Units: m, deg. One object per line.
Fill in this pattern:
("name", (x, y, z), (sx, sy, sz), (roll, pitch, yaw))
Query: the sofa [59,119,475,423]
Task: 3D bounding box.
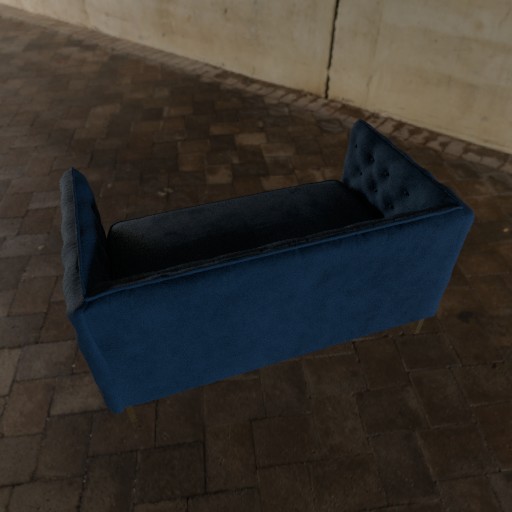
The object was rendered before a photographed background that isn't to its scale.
("sofa", (0.000, 0.000, 2.110), (1.583, 0.810, 0.909), (-13, 44, -14))
